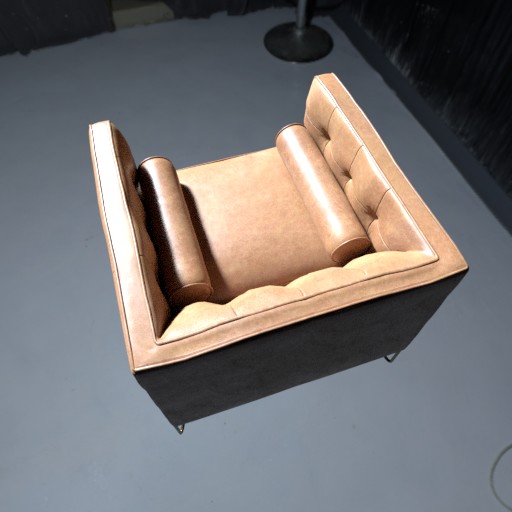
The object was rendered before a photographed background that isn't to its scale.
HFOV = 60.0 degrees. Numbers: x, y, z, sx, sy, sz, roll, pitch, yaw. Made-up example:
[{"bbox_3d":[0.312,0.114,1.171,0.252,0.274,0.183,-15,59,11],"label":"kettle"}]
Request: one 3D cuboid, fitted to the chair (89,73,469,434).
[{"bbox_3d":[0.000,0.000,1.633,0.920,0.797,0.912,-16,59,-10],"label":"chair"}]
